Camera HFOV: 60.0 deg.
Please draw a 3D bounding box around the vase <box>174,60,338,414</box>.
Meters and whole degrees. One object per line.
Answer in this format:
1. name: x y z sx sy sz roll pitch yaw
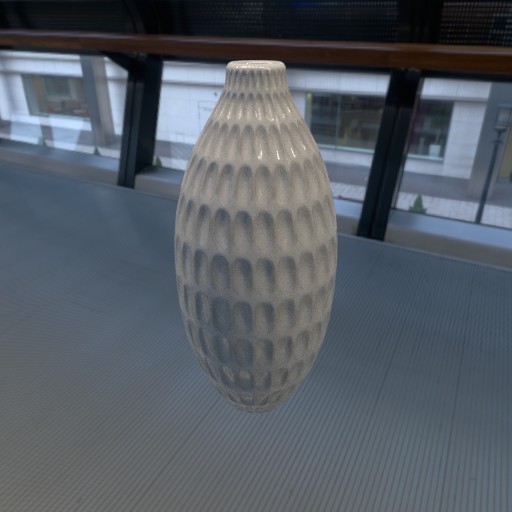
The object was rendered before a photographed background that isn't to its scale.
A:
1. vase: 0.000 0.000 0.351 0.127 0.282 0.127 0 27 0
